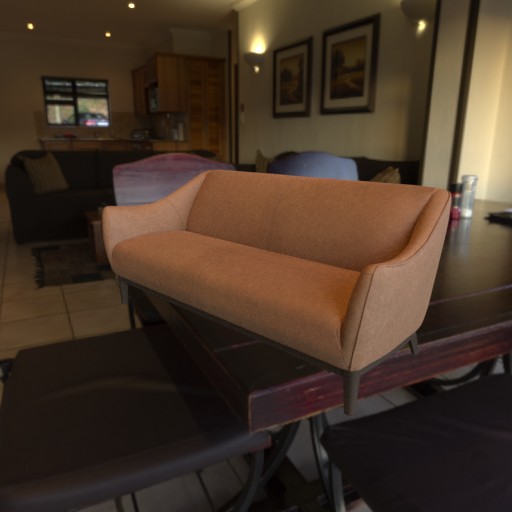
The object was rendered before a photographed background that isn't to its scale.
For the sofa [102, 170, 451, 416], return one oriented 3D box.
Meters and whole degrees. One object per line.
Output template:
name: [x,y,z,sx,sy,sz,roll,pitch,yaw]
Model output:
sofa: [0.000,0.000,2.470,1.928,0.830,0.869,14,21,42]
